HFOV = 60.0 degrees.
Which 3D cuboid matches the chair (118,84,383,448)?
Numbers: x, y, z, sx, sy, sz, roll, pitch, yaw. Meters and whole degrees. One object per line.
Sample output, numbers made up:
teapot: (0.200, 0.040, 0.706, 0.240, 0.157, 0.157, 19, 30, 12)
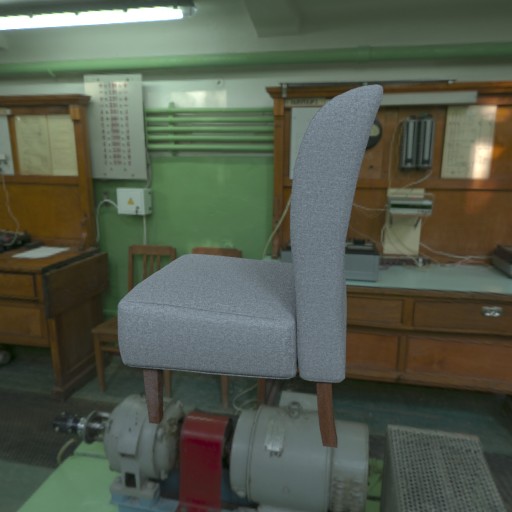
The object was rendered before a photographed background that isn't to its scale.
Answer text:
chair: (0.000, 0.000, 1.196, 0.592, 0.804, 0.513, 3, 14, 10)
